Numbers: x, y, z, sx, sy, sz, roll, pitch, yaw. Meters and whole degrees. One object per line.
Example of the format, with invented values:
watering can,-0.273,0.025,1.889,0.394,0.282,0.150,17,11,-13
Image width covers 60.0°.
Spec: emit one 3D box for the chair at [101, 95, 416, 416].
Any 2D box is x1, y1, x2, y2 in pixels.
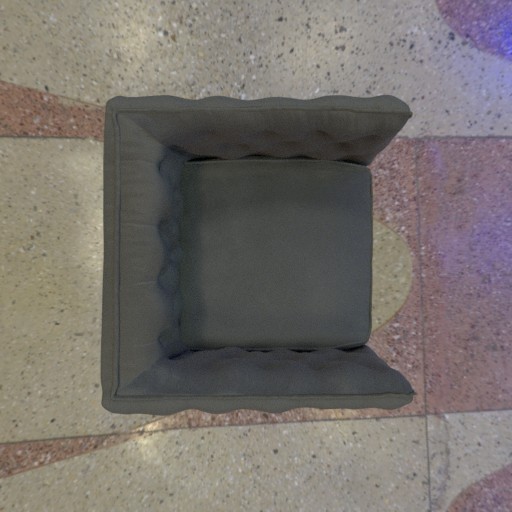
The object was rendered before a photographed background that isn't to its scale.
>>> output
chair,0.000,0.000,1.630,0.913,0.807,0.946,0,89,-2
